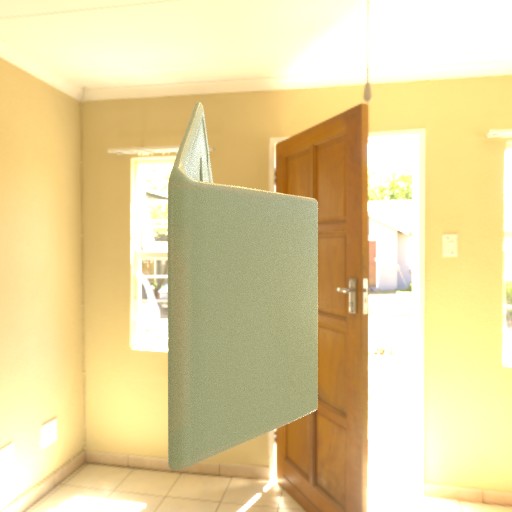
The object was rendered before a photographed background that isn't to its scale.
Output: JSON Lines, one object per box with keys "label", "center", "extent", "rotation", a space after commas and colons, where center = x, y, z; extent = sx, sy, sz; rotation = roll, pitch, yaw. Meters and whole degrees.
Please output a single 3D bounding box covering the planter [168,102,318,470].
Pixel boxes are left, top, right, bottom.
{"label": "planter", "center": [0.000, 0.000, 0.285], "extent": [0.079, 0.197, 0.164], "rotation": [0, 1, 1]}
